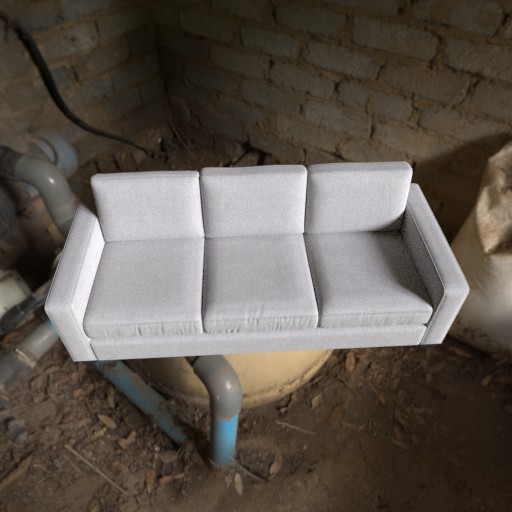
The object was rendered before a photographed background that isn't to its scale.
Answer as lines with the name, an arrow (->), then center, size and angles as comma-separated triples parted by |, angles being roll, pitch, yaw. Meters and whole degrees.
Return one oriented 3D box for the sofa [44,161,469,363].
sofa -> 0.000, 0.000, 2.588 | 2.120, 0.800, 0.900 | -2, 46, -2
